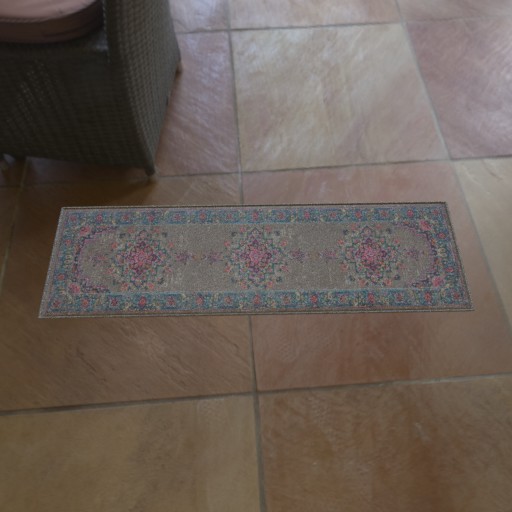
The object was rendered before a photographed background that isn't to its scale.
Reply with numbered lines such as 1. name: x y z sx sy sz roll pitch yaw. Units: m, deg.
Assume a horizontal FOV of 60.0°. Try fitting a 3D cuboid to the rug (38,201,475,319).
1. rug: 0.000 0.000 1.976 1.827 0.012 0.553 -1 63 0
